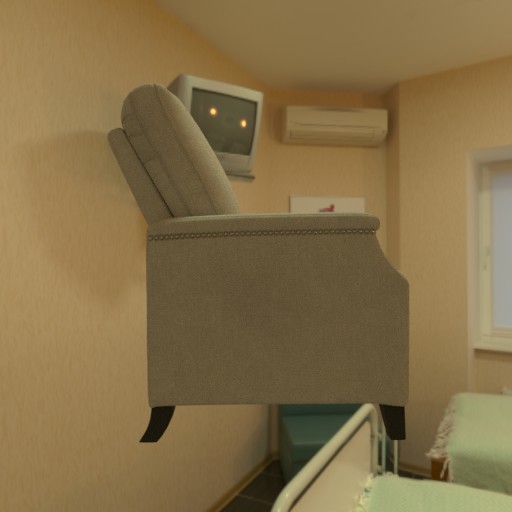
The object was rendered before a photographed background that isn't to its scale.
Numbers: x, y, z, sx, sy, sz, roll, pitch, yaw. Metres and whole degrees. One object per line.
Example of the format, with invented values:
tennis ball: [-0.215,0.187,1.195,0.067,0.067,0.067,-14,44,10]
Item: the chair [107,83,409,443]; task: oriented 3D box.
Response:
chair: [0.000,0.000,1.589,0.922,1.049,0.710,0,0,-1]
